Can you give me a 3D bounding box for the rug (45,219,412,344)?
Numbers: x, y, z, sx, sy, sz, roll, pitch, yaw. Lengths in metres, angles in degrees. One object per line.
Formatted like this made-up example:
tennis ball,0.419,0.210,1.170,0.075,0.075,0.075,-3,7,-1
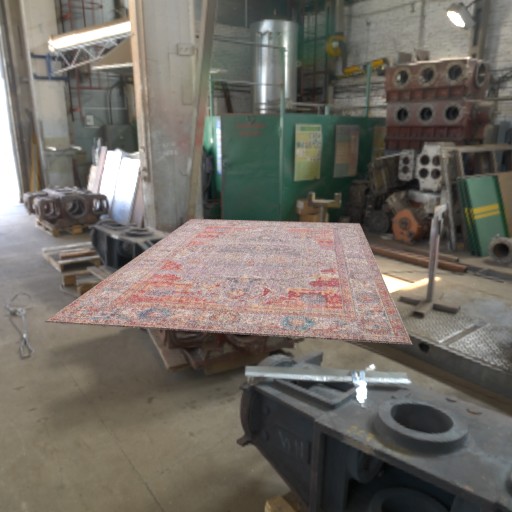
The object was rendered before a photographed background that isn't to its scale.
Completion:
rug,0.000,0.000,2.313,1.219,0.005,1.829,2,16,7
